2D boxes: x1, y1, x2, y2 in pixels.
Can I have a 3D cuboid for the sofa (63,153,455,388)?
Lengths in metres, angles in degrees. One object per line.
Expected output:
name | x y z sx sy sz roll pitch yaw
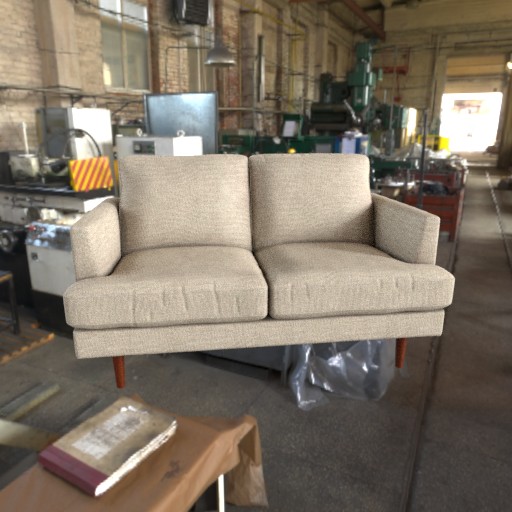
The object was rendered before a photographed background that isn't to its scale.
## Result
sofa | 0.000 0.000 2.156 1.582 0.944 0.903 -2 16 -7
